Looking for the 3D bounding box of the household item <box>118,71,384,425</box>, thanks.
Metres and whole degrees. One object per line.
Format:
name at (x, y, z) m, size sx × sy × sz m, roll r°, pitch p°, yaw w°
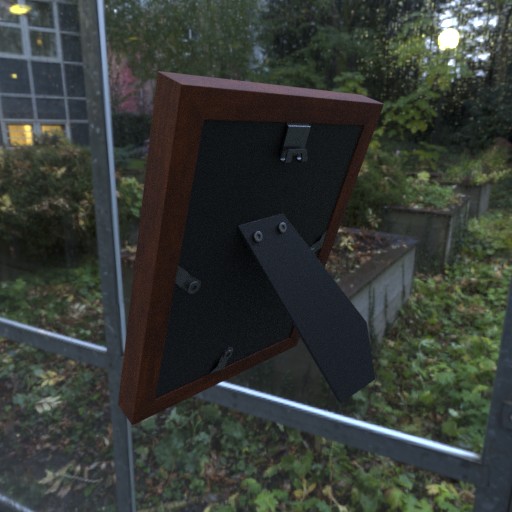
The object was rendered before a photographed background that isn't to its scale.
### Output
household item at (0.000, 0.000, 0.287) m, size 0.160 × 0.204 × 0.096 m, roll -14°, pitch 21°, yaw -42°
